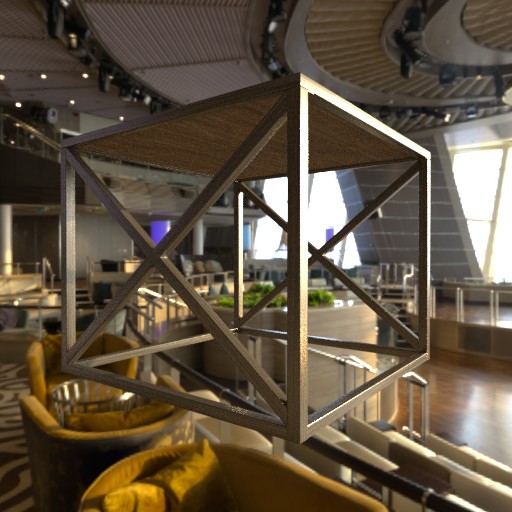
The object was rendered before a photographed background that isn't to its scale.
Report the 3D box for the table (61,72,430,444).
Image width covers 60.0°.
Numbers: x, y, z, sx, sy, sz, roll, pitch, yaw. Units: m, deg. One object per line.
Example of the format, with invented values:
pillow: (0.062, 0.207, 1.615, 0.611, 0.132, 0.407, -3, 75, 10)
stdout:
table: (0.000, 0.000, 1.029, 0.611, 0.507, 0.609, 0, 1, 37)
